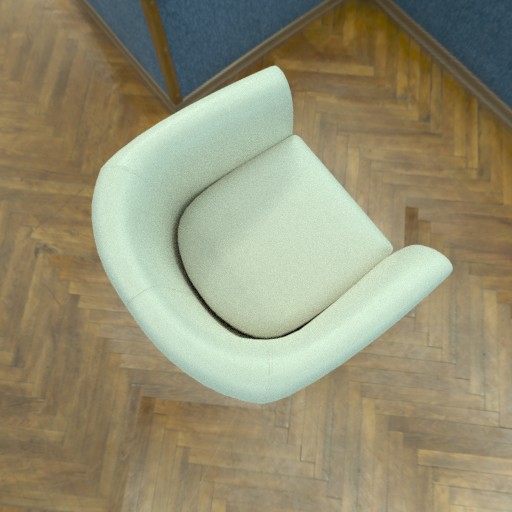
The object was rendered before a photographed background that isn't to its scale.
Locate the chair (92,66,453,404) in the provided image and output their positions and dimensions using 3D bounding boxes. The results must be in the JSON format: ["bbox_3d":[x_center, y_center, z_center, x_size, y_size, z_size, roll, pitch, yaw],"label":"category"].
[{"bbox_3d":[0.000,0.000,1.396,0.727,0.756,0.792,-36,78,-9],"label":"chair"}]
